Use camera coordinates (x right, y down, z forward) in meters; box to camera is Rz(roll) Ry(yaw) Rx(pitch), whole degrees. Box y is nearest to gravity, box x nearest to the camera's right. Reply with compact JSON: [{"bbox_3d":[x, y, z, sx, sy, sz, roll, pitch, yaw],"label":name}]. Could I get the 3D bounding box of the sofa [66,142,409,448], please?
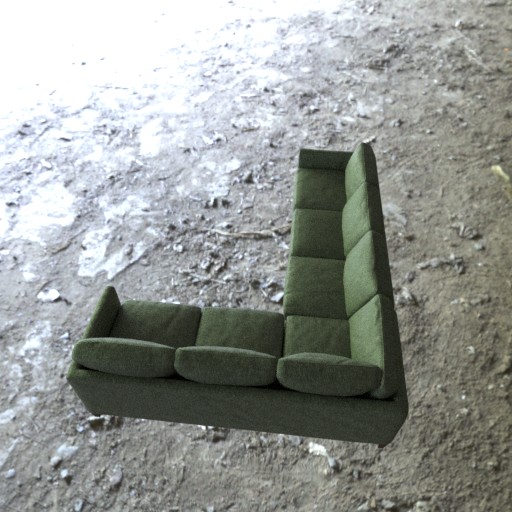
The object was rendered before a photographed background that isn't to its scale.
[{"bbox_3d":[0.000,0.000,4.516,2.593,0.947,3.302,5,47,4],"label":"sofa"}]
